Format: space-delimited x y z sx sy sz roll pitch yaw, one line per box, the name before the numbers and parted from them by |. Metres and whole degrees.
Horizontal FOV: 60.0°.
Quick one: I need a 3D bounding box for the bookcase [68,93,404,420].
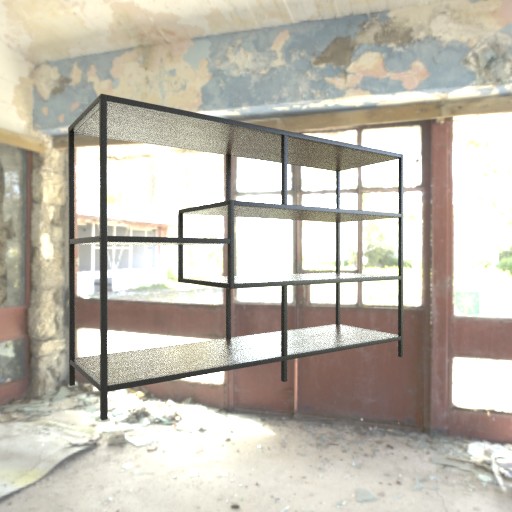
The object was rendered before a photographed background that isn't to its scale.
bookcase | 0.000 0.000 1.523 1.140 0.780 0.350 0 0 -35
